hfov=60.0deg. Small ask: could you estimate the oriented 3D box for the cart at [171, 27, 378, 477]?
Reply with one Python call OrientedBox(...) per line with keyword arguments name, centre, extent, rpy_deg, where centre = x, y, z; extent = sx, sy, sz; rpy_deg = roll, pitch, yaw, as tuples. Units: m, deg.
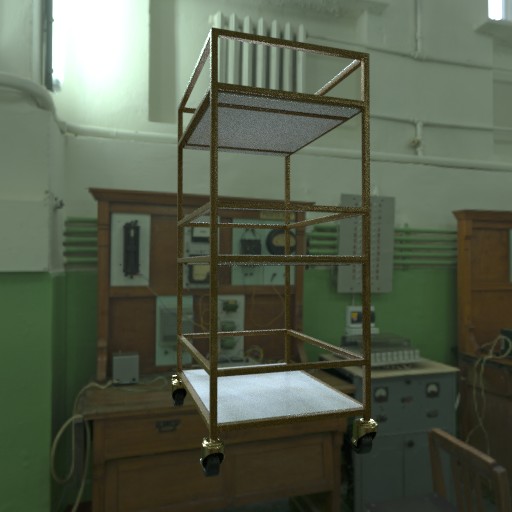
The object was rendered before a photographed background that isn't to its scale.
OrientedBox(name="cart", centre=(0.000, 0.000, 1.002), extent=(0.332, 0.761, 0.483), rpy_deg=(0, -1, -18))
